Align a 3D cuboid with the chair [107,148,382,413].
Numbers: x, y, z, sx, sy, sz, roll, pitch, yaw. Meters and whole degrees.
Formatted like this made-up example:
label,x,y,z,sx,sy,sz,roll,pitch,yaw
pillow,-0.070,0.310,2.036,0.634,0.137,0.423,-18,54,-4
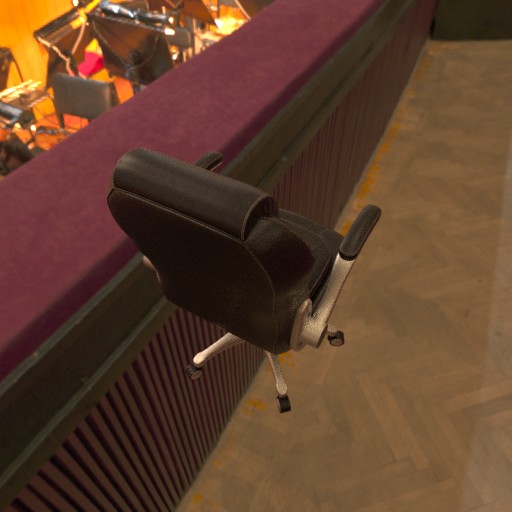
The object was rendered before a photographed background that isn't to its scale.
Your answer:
label,x,y,z,sx,sy,sz,roll,pitch,yaw
chair,0.000,0.000,1.625,0.724,1.141,0.801,23,50,21
